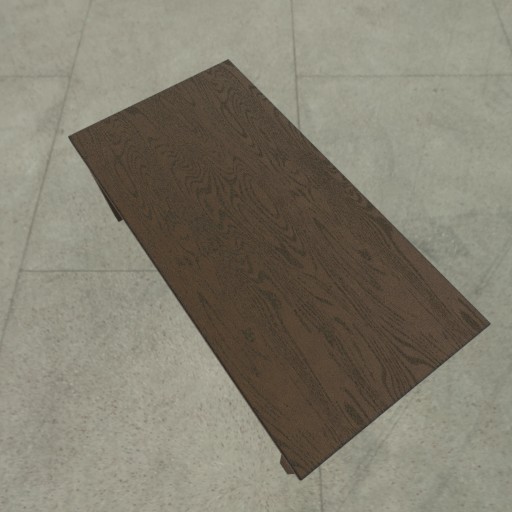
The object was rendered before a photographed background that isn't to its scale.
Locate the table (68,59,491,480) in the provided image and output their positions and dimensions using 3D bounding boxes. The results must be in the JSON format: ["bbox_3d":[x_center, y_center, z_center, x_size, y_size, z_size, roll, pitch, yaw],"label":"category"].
[{"bbox_3d":[0.000,0.000,2.430,1.016,0.762,1.981,-32,67,-15],"label":"table"}]
